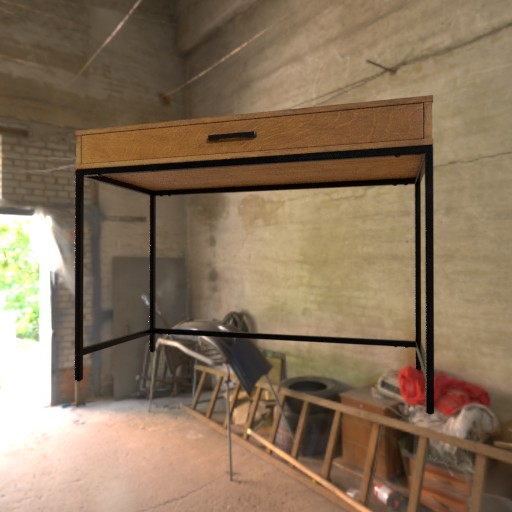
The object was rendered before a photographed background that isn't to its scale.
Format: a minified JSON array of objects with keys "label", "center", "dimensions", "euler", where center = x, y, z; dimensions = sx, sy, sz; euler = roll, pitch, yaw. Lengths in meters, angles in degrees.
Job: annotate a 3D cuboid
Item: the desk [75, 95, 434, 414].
[{"label":"desk","center":[0.000,0.000,1.412],"dimensions":[1.016,0.762,0.470],"euler":[0,-1,17]}]
